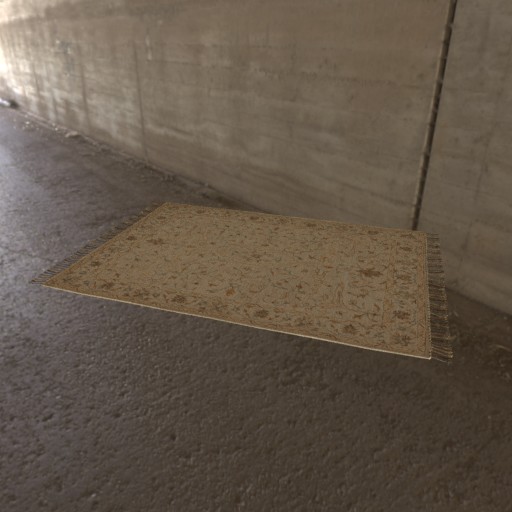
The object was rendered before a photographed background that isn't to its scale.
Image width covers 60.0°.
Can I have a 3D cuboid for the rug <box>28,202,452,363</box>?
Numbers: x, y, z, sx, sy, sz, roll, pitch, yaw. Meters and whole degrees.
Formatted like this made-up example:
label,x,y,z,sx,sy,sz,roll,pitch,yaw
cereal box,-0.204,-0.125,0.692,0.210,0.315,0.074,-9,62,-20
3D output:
label,x,y,z,sx,sy,sz,roll,pitch,yaw
rug,0.000,0.000,2.331,1.861,0.017,1.218,8,27,16
